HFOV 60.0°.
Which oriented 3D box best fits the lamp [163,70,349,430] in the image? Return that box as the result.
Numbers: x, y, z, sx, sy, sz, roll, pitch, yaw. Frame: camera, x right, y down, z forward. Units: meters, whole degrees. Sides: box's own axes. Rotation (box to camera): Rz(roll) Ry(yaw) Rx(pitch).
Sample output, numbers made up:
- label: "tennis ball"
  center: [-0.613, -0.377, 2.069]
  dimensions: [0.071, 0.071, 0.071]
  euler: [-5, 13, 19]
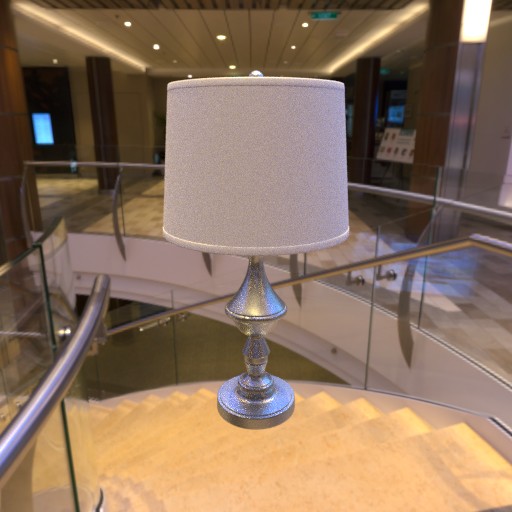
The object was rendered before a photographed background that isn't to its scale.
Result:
- label: "lamp"
  center: [0.000, 0.000, 0.945]
  dimensions: [0.383, 0.733, 0.383]
  euler: [0, 17, 0]
